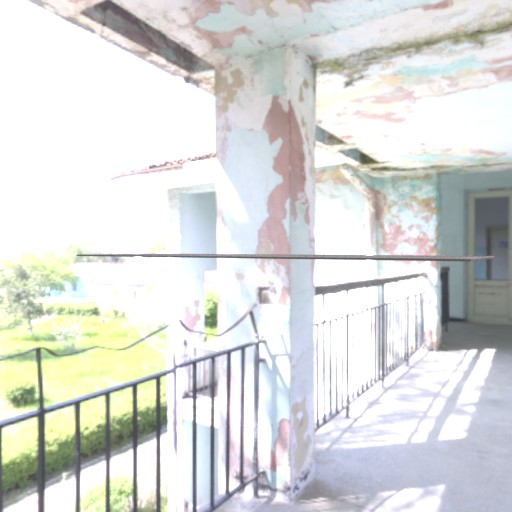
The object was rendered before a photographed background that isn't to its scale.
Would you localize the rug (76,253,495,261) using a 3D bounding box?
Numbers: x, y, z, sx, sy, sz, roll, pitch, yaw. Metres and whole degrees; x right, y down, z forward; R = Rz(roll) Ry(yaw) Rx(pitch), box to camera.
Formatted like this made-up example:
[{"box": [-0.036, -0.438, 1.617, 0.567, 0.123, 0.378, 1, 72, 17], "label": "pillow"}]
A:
[{"box": [0.000, 0.000, 2.642, 2.448, 0.012, 0.769, 1, 1, 34], "label": "rug"}]
